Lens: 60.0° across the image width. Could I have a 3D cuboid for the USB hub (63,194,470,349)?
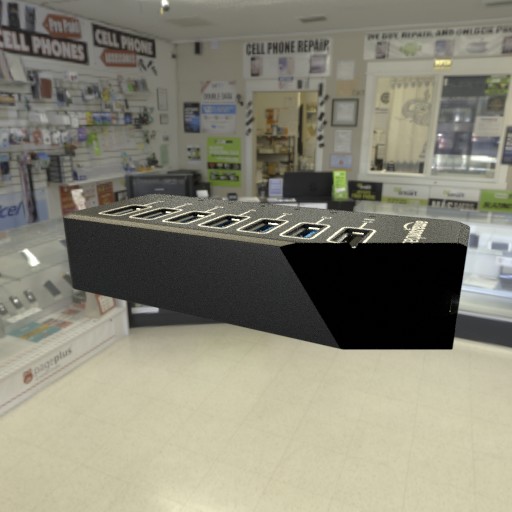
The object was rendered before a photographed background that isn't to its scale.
[{"bbox_3d":[0.000,0.000,0.129,0.110,0.023,0.044,8,19,25],"label":"USB hub"}]
